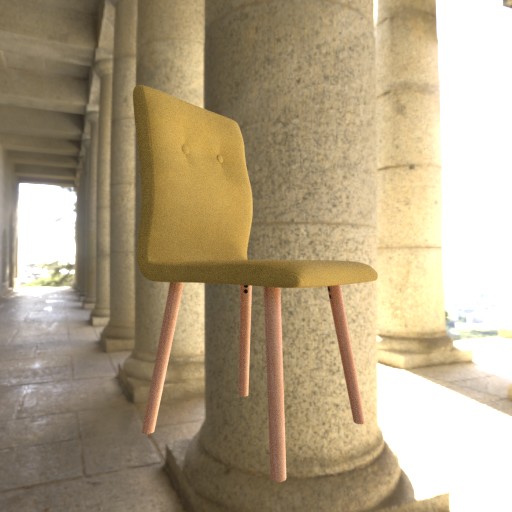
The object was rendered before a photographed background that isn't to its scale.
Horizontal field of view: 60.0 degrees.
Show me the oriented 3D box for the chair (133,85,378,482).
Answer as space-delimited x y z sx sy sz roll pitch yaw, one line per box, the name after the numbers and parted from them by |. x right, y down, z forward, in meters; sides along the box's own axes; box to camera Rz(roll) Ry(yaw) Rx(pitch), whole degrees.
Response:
0.000 0.000 1.257 0.550 0.965 0.450 -1 -1 37 | chair
